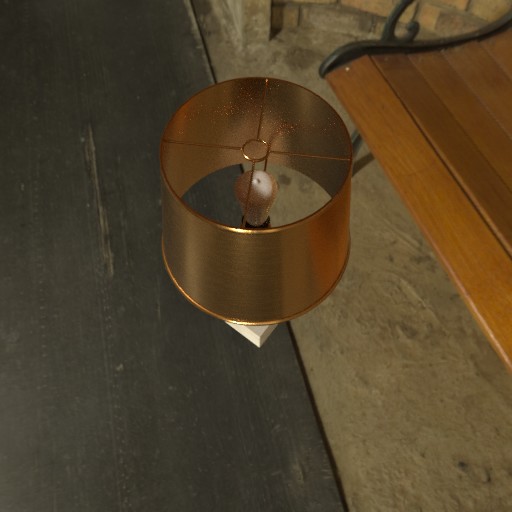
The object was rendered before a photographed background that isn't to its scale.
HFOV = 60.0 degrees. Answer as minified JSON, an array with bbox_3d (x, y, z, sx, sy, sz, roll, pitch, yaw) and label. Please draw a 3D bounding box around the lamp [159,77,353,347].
[{"bbox_3d":[0.000,0.000,0.539,0.208,0.406,0.208,0,64,0],"label":"lamp"}]
